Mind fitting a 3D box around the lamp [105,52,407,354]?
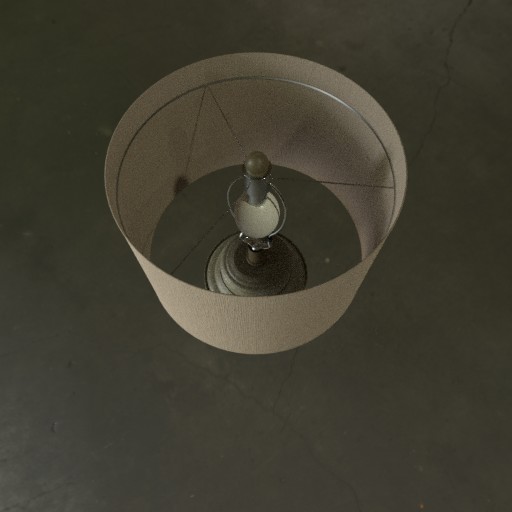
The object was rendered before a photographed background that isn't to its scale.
[{"bbox_3d":[0.000,0.000,0.686,0.318,0.486,0.318,0,64,0],"label":"lamp"}]
